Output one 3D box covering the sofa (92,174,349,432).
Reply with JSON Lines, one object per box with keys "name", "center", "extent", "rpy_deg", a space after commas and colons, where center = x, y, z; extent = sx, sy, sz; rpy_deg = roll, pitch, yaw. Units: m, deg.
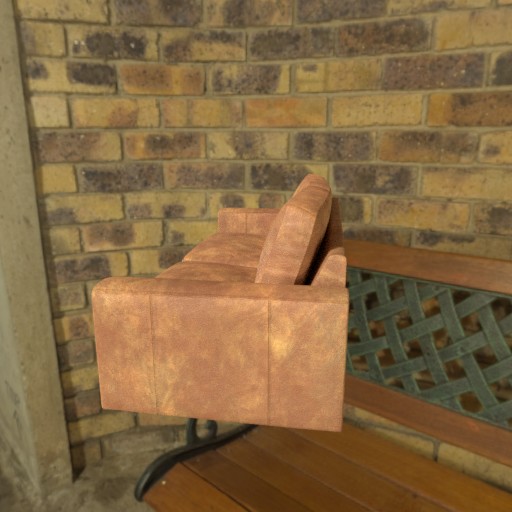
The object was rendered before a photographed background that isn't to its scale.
{"name": "sofa", "center": [0.000, 0.000, 2.687], "extent": [1.016, 0.873, 2.179], "rpy_deg": [2, 14, 9]}
